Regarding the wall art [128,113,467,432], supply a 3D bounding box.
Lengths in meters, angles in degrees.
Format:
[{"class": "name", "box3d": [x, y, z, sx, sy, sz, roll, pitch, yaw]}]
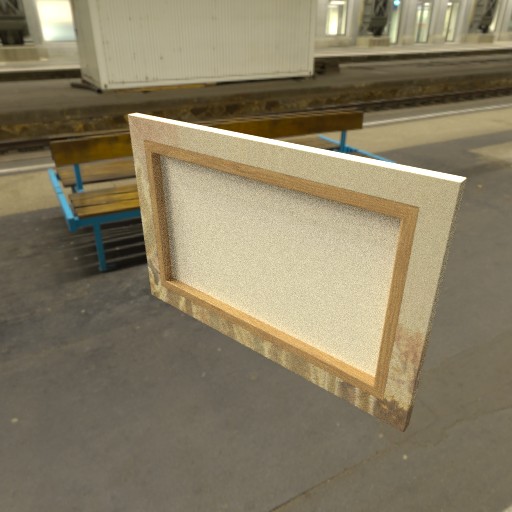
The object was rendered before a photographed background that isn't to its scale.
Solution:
[{"class": "wall art", "box3d": [0.000, 0.000, 1.437, 1.142, 0.758, 0.041, 21, 35, 34]}]
